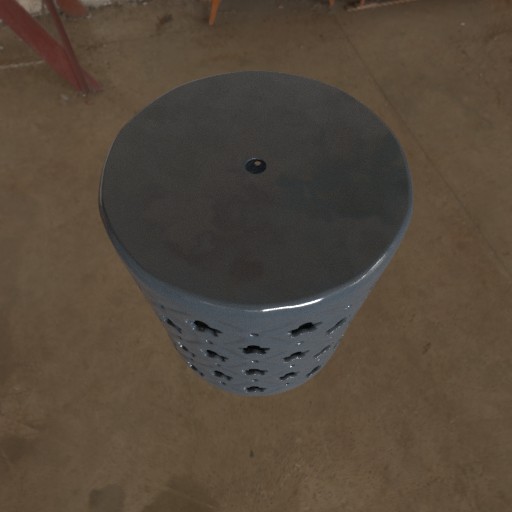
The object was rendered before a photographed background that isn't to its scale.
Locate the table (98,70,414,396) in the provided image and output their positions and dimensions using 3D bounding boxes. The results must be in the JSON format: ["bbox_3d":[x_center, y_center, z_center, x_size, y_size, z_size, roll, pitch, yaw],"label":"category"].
[{"bbox_3d":[0.000,0.000,0.655,0.352,0.387,0.352,0,59,0],"label":"table"}]
